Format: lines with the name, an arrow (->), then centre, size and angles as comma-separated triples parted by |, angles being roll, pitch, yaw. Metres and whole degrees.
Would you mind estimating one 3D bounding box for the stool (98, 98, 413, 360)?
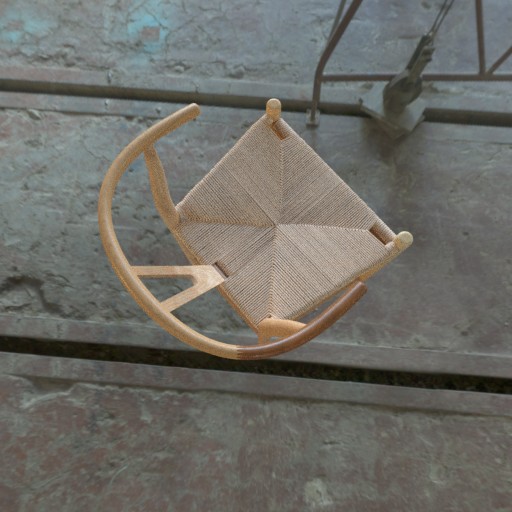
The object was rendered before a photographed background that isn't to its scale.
stool -> 0.000, 0.000, 1.261 | 0.575, 0.923, 0.536 | -40, 79, -9
